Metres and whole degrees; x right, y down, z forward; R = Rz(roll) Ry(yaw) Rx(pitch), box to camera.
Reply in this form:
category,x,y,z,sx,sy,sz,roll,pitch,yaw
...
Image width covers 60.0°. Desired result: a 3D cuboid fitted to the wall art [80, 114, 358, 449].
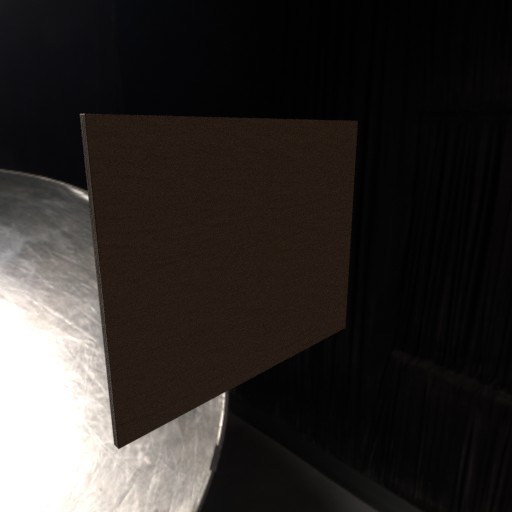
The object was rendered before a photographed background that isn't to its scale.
category,x,y,z,sx,sy,sz,roll,pitch,yaw
wall art,0.000,0.000,0.685,0.013,0.406,0.508,15,22,43
